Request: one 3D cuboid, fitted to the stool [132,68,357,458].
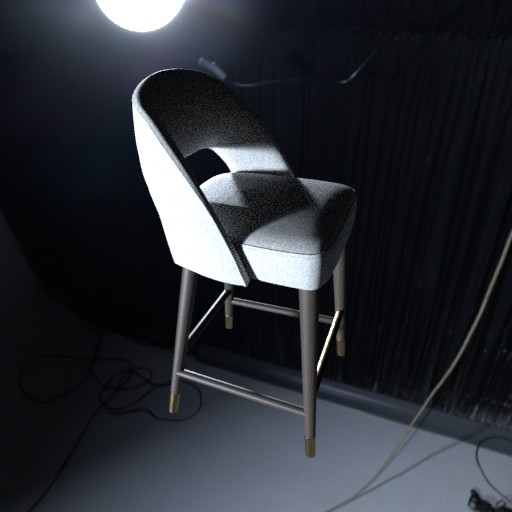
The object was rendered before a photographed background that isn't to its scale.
[{"bbox_3d":[0.000,0.000,1.236,0.509,0.940,0.494,11,32,18],"label":"stool"}]
